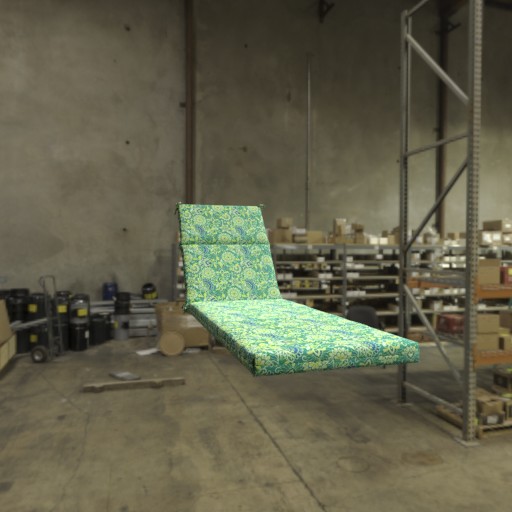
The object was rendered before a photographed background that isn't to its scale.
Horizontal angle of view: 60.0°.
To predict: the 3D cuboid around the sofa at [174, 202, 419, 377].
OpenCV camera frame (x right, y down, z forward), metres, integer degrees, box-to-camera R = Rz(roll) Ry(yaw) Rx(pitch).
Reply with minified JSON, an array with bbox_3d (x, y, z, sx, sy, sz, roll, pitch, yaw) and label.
[{"bbox_3d":[0.000,0.000,2.014,0.582,0.622,1.663,0,1,-17],"label":"sofa"}]
